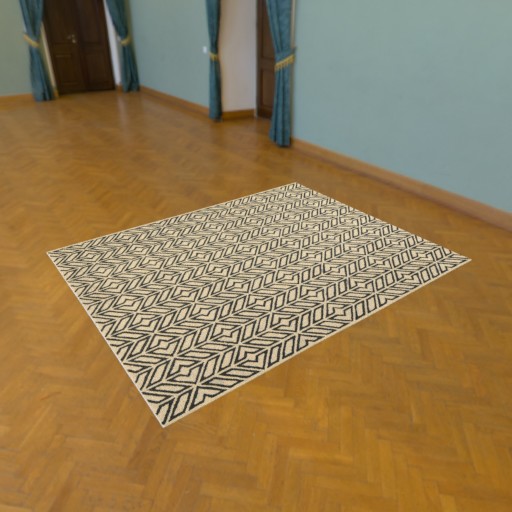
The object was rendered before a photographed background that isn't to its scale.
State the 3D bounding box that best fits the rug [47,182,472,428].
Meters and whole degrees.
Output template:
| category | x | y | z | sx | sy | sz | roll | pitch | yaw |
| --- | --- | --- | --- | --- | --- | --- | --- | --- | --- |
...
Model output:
| category | x | y | z | sx | sy | sz | roll | pitch | yaw |
| --- | --- | --- | --- | --- | --- | --- | --- | --- | --- |
| rug | 0.000 | 0.000 | 4.048 | 3.045 | 0.008 | 2.421 | -20 | 36 | -31 |
